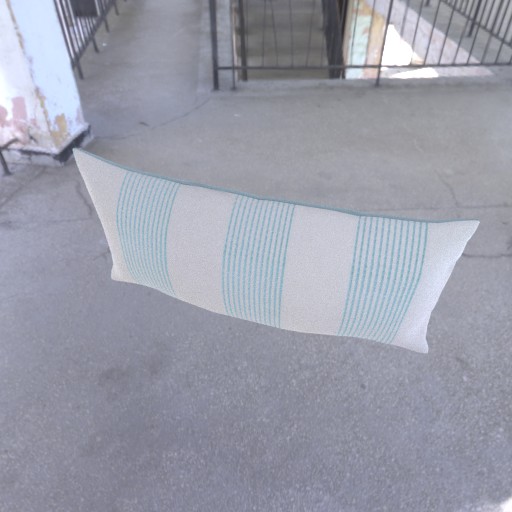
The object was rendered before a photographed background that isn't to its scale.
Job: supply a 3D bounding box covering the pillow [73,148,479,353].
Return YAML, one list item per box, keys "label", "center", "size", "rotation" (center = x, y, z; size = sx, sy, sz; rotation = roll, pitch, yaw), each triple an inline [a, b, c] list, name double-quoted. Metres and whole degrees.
- label: "pillow"
  center: [0.000, 0.000, 0.725]
  size: [0.610, 0.287, 0.151]
  rotation: [12, 44, 13]
